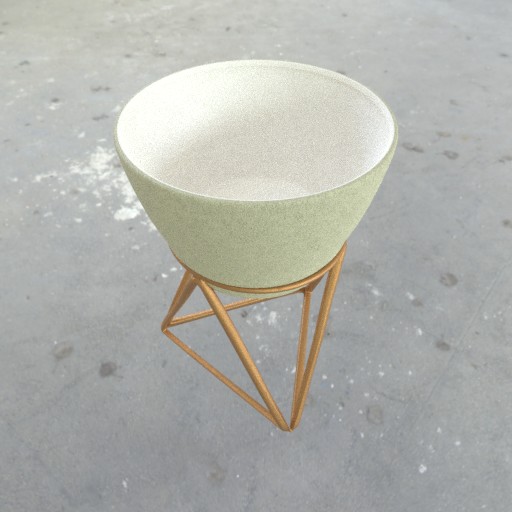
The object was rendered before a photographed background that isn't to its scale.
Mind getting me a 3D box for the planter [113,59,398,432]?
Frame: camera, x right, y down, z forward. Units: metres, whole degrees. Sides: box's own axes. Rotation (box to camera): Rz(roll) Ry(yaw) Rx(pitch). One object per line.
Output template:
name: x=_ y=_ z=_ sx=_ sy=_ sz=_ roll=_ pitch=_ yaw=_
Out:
planter: x=0.000 y=0.000 z=0.735 sx=0.350 sy=0.504 sz=0.350 roll=31 pitch=53 yaw=27
